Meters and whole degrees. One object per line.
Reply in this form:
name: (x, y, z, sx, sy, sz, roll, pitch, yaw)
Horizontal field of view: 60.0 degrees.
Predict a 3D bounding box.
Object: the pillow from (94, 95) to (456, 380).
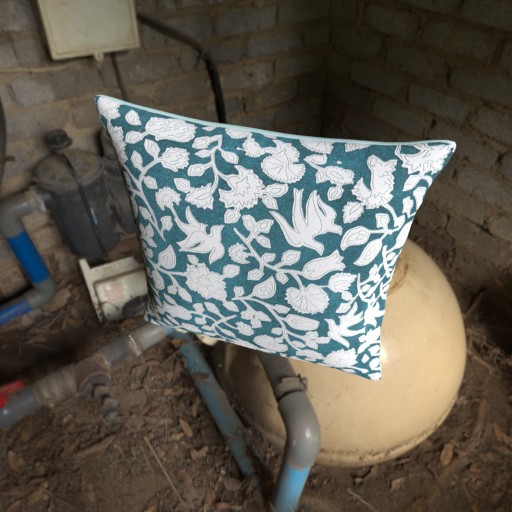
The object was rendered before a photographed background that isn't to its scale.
pillow: (0.000, 0.000, 0.778, 0.525, 0.508, 0.166, 12, 42, 13)
